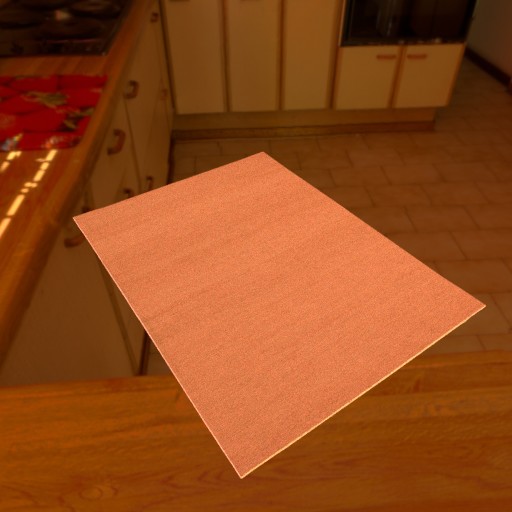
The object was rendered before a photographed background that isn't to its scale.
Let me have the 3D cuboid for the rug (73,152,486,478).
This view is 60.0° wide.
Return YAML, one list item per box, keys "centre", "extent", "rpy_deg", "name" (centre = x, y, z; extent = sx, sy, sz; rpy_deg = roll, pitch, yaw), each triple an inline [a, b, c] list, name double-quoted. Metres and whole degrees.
- centre: [0.000, 0.000, 4.135]
  extent: [2.434, 0.045, 3.202]
  rpy_deg: [-25, 47, -25]
  name: "rug"
